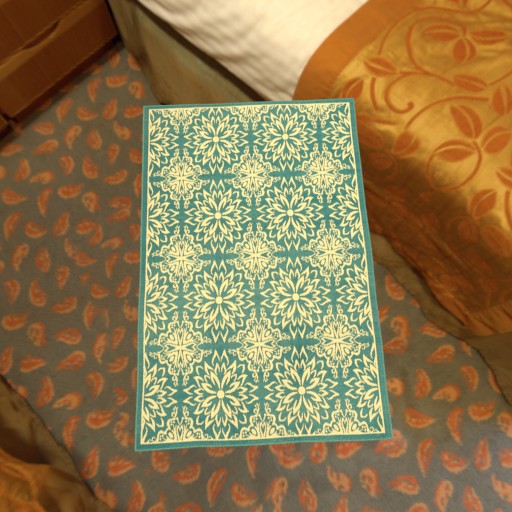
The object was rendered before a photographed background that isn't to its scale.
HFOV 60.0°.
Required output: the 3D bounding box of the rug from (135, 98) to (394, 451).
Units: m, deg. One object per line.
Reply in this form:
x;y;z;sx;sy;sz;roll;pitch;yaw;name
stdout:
0.000;0.000;3.484;1.830;0.018;2.769;-2;75;-1;rug
